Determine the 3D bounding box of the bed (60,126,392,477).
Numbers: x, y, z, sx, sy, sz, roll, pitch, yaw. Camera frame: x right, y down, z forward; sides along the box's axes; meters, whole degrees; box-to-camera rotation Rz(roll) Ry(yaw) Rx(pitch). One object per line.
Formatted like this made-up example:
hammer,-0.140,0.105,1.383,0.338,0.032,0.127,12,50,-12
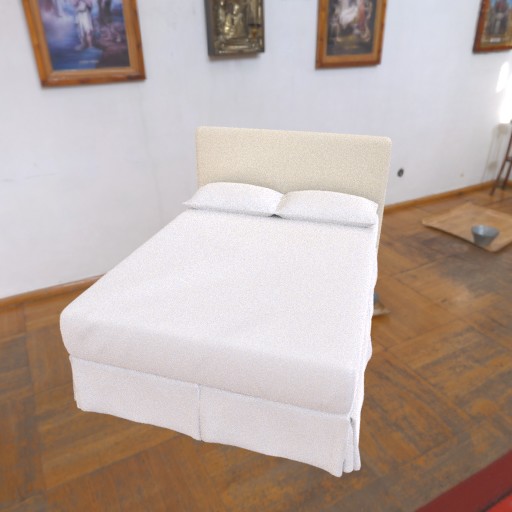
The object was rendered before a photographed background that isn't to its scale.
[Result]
bed,0.000,0.000,3.073,1.714,1.330,2.147,8,28,15
